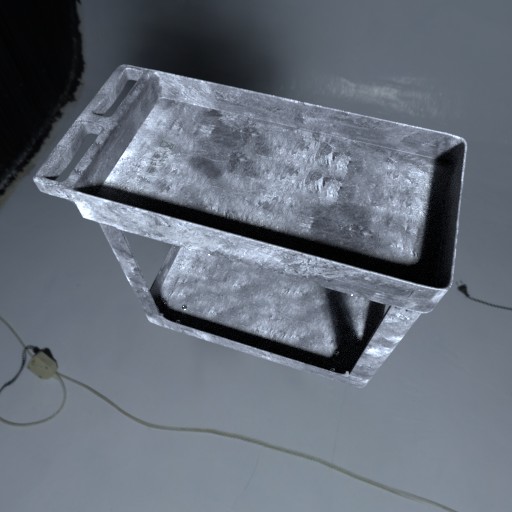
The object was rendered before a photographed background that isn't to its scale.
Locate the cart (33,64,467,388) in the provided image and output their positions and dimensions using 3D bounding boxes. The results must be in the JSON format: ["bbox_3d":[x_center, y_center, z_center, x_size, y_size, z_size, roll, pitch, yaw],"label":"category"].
[{"bbox_3d":[0.000,0.000,1.320,0.877,0.824,0.420,16,60,9],"label":"cart"}]
